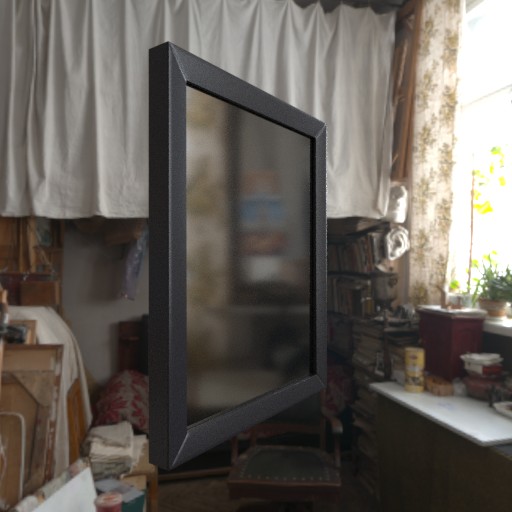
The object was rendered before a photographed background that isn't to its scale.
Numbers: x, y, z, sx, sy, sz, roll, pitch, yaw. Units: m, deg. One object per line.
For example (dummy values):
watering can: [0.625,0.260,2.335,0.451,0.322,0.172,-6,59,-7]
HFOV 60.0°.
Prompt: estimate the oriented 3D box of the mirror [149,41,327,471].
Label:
mirror: [0.000,0.000,0.698,0.041,0.508,0.405,0,0,36]
